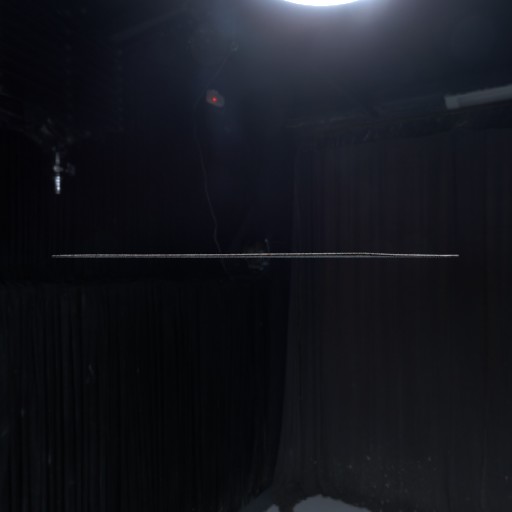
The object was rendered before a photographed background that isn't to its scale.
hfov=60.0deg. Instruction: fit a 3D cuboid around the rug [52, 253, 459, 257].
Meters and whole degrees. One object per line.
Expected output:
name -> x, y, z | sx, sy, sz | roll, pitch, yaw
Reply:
rug -> 0.000, 0.000, 4.357 | 3.226, 0.024, 2.436 | 0, 0, 36
